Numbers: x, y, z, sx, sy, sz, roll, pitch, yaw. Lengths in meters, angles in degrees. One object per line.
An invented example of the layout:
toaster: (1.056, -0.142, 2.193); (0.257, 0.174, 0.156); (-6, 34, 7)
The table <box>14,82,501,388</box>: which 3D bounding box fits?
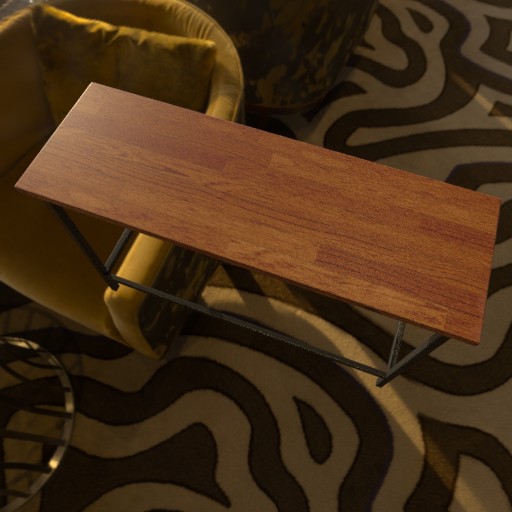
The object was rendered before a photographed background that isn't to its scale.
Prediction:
table: (0.000, 0.000, 1.484); (1.204, 0.740, 0.408); (18, 65, 9)
